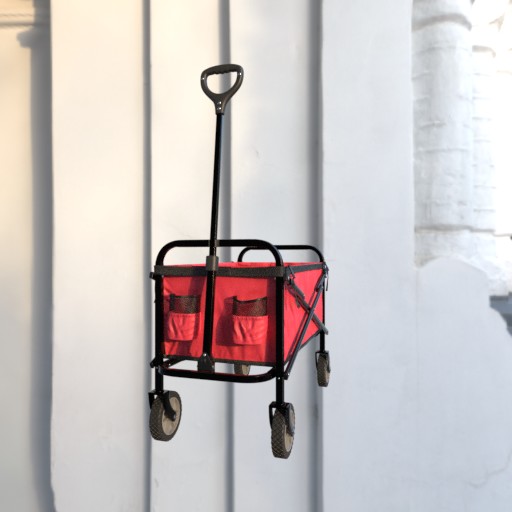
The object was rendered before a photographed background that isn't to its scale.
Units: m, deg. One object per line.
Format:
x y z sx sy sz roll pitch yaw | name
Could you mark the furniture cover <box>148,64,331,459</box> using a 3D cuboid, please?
0.000 0.000 1.854 0.532 1.295 1.038 0 0 18 | furniture cover
